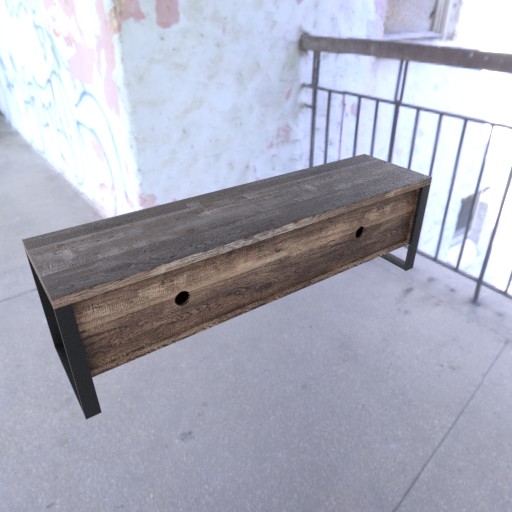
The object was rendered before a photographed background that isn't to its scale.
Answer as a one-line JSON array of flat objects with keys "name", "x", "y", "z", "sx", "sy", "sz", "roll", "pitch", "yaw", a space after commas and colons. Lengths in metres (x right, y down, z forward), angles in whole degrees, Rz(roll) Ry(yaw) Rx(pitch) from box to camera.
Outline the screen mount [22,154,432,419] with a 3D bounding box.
[{"name": "screen mount", "x": 0.000, "y": 0.000, "z": 1.742, "sx": 1.524, "sy": 0.450, "sz": 0.395, "roll": -19, "pitch": 36, "yaw": -29}]
